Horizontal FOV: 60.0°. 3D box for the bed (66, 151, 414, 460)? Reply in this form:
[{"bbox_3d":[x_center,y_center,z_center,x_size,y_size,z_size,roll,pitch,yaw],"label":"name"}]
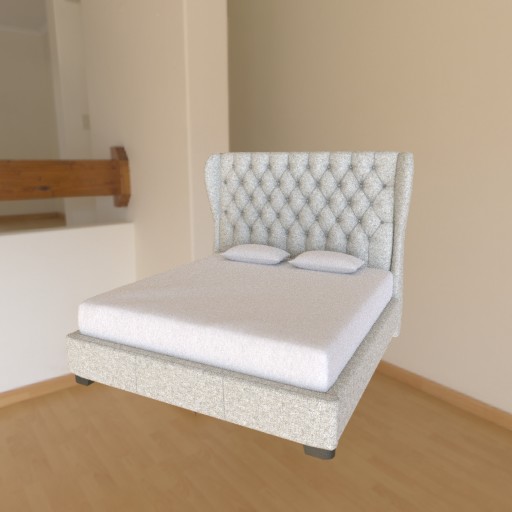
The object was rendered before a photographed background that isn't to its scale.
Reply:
[{"bbox_3d":[0.000,0.000,3.805,2.219,1.771,2.347,6,14,26],"label":"bed"}]
